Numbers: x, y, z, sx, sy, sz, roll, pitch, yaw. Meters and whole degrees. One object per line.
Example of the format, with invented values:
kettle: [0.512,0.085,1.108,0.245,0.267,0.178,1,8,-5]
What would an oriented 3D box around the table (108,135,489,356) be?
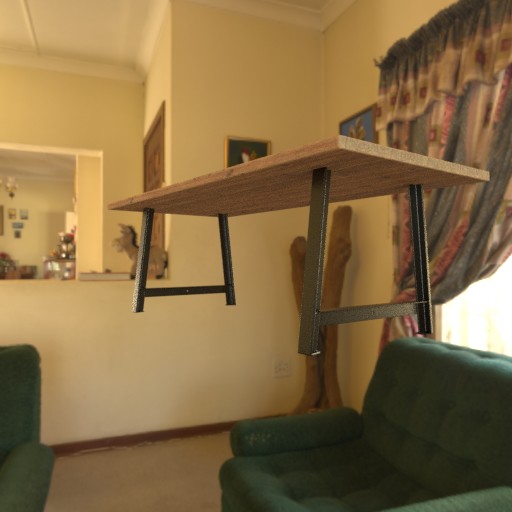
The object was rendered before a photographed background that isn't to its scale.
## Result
table: [0.000,0.000,2.586,1.000,0.757,2.200,0,-1,-37]
